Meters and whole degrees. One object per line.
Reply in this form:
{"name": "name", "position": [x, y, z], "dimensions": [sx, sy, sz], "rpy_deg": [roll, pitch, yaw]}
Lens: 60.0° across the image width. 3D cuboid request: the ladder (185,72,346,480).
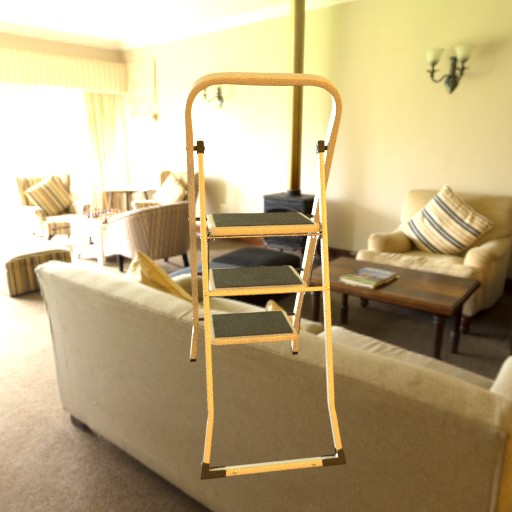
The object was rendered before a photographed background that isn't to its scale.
{"name": "ladder", "position": [0.000, 0.000, 1.422], "dimensions": [0.460, 1.050, 0.711], "rpy_deg": [-2, 15, -8]}
